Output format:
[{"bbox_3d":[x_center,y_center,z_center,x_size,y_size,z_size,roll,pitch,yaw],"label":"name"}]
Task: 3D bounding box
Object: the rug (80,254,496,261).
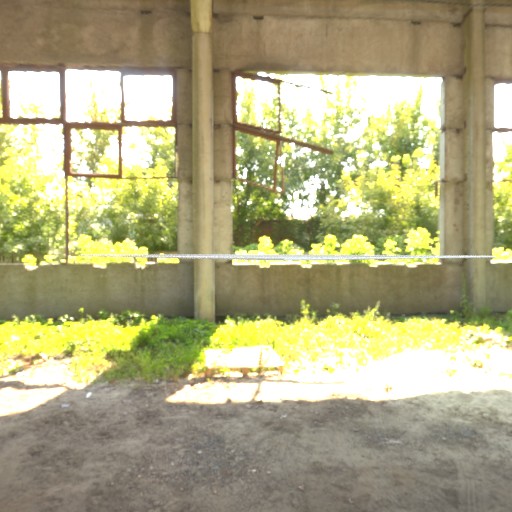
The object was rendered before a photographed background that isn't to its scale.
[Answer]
[{"bbox_3d":[0.000,0.000,2.269,1.225,0.008,1.827,0,1,-38],"label":"rug"}]
